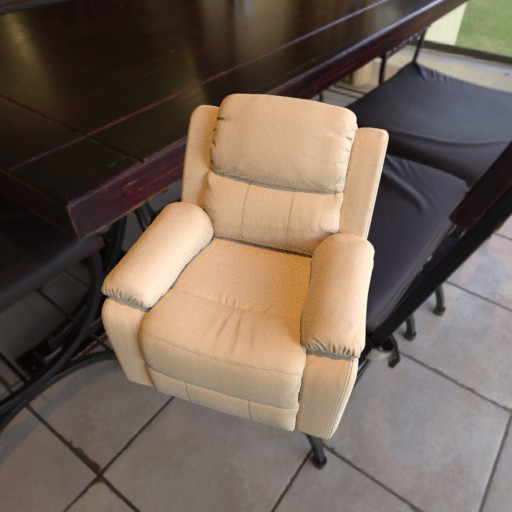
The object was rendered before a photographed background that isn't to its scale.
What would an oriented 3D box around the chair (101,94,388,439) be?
[{"bbox_3d":[0.000,0.000,1.286,0.680,0.702,0.709,12,44,13],"label":"chair"}]
